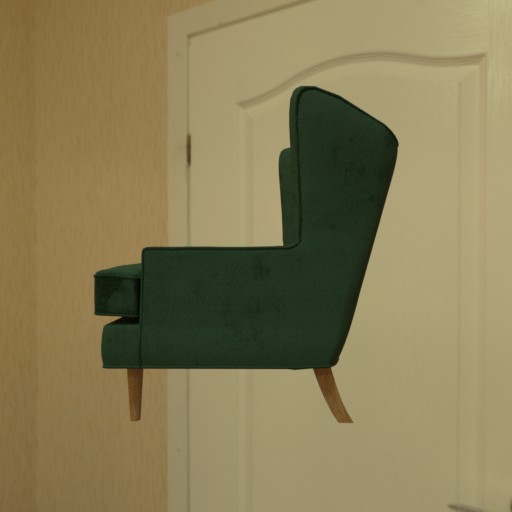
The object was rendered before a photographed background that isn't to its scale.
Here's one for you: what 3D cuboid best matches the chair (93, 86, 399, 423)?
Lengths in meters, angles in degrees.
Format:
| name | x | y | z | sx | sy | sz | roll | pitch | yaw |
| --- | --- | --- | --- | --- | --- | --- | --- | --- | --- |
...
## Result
| name | x | y | z | sx | sy | sz | roll | pitch | yaw |
| --- | --- | --- | --- | --- | --- | --- | --- | --- | --- |
| chair | 0.000 | 0.000 | 1.603 | 0.910 | 0.952 | 0.793 | 0 | 1 | 1 |
